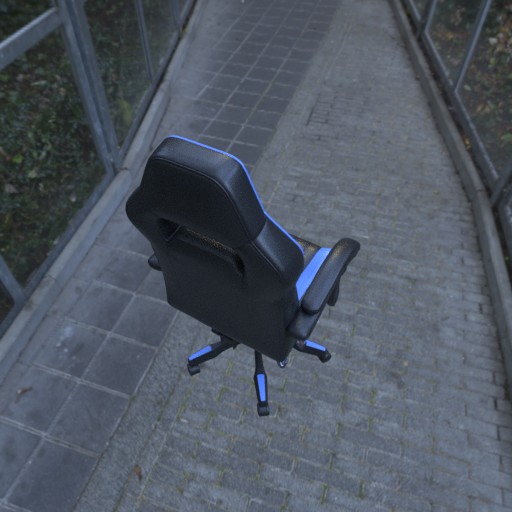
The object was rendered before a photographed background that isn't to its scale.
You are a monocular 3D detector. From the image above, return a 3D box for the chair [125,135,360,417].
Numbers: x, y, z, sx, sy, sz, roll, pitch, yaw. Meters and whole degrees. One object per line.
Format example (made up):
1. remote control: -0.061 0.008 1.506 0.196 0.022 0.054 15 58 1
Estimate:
1. chair: 0.000 0.000 1.717 0.700 1.280 0.700 24 51 21
